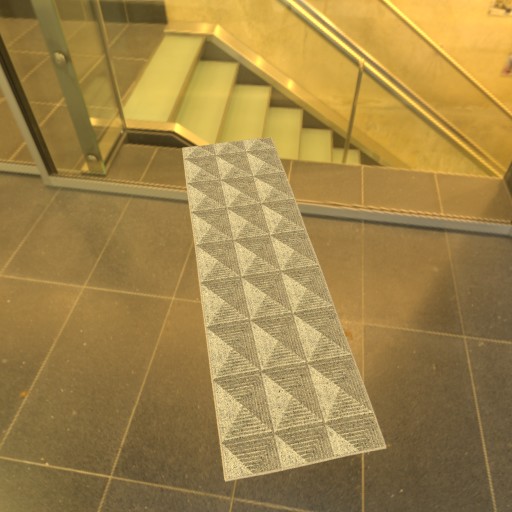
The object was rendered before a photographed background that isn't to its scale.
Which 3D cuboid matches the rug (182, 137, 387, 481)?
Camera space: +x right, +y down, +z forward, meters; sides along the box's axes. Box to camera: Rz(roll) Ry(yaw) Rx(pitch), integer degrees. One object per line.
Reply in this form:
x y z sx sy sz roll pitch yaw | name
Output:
0.000 0.000 2.407 0.645 0.015 2.182 -8 49 -7 | rug
